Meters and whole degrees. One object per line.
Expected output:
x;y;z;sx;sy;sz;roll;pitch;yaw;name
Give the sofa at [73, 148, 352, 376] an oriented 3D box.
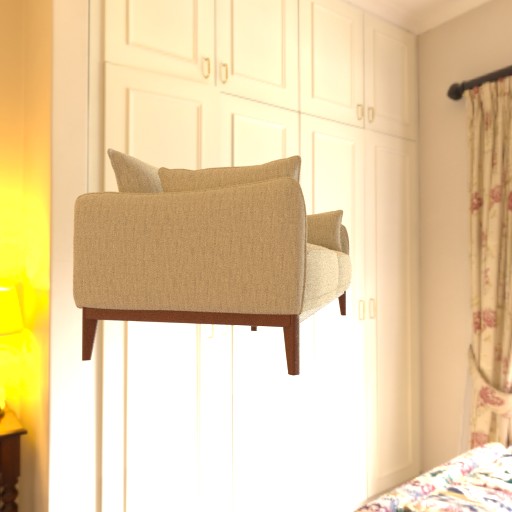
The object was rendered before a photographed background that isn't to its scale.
0.000;0.000;2.553;0.991;0.860;1.989;0;-1;16;sofa
